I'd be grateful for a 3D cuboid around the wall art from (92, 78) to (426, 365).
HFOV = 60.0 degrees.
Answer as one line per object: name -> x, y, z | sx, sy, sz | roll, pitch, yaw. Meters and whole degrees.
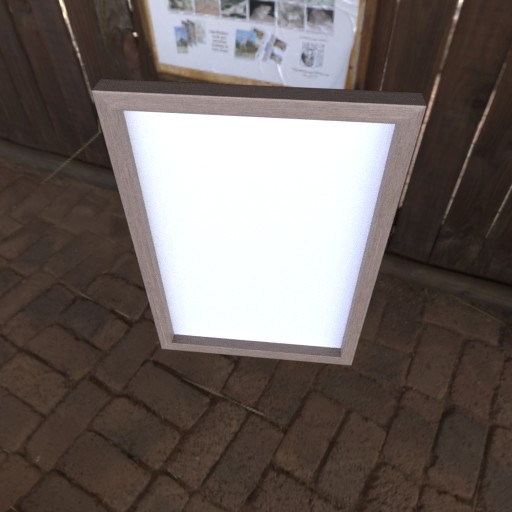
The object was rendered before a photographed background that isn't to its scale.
wall art -> 0.000, 0.000, 0.664 | 0.358, 0.510, 0.032 | 4, 46, 4
